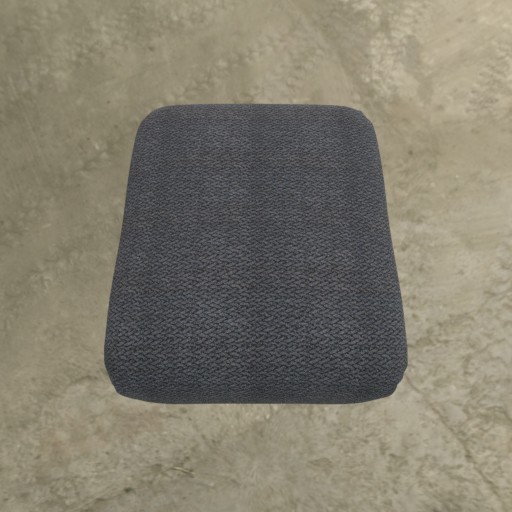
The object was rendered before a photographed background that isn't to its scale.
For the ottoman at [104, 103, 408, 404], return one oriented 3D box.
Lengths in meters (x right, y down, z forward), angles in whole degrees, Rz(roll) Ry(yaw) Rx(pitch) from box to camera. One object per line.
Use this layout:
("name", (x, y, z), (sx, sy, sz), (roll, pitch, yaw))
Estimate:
("ottoman", (0.000, 0.000, 1.144), (0.622, 0.450, 0.747), (0, 65, 0))
